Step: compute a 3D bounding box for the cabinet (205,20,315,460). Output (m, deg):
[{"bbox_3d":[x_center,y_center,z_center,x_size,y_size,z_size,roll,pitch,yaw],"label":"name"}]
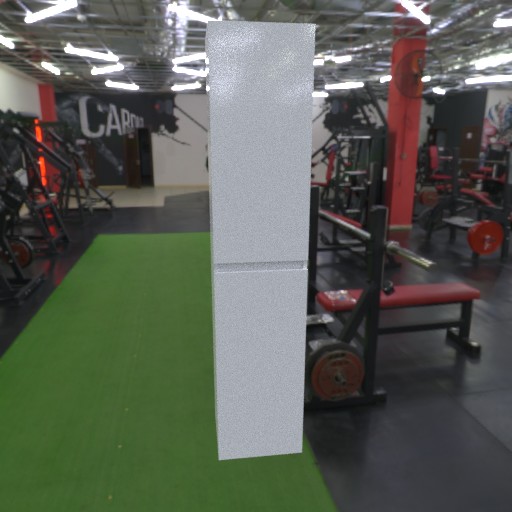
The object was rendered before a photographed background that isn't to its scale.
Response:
[{"bbox_3d":[0.000,0.000,1.523,0.300,1.400,0.270,-2,15,-7],"label":"cabinet"}]
